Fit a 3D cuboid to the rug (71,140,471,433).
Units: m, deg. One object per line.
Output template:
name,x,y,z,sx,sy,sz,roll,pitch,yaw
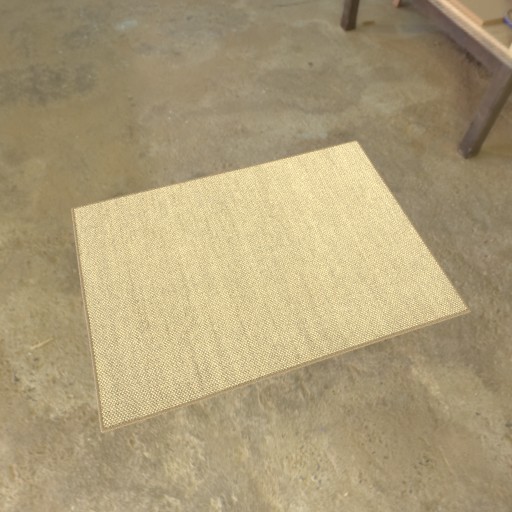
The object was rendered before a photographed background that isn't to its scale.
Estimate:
rug,0.000,0.000,2.761,2.115,0.013,1.517,-15,58,-10
